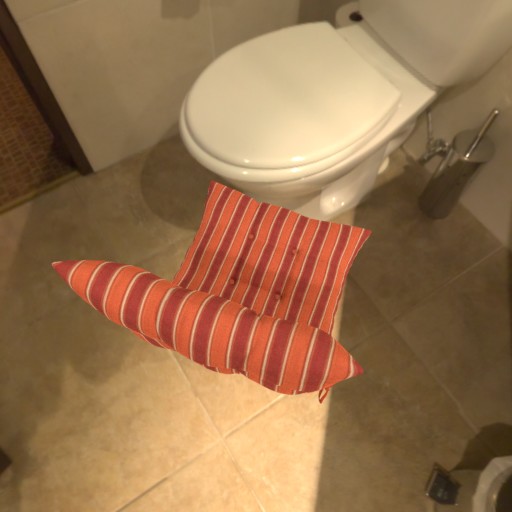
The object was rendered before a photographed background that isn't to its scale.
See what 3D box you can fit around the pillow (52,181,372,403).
[{"bbox_3d":[0.000,0.000,0.998,0.541,0.536,0.585,18,65,9],"label":"pillow"}]
